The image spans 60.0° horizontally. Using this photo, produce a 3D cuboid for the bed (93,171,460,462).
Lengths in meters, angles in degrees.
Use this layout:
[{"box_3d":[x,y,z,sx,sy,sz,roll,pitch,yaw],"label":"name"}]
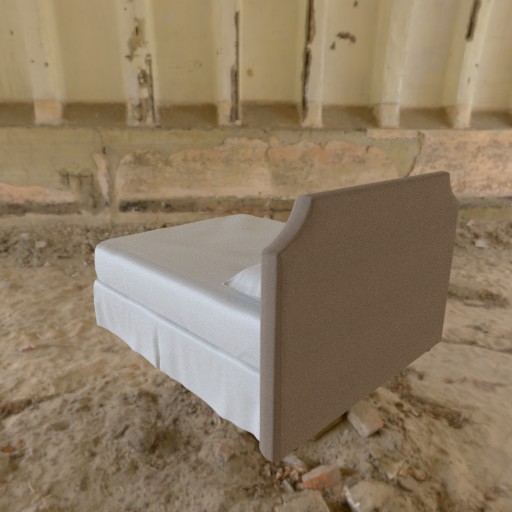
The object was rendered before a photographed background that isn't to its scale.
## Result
[{"box_3d":[0.000,0.000,3.280,1.828,1.303,2.164,-16,23,-41],"label":"bed"}]
